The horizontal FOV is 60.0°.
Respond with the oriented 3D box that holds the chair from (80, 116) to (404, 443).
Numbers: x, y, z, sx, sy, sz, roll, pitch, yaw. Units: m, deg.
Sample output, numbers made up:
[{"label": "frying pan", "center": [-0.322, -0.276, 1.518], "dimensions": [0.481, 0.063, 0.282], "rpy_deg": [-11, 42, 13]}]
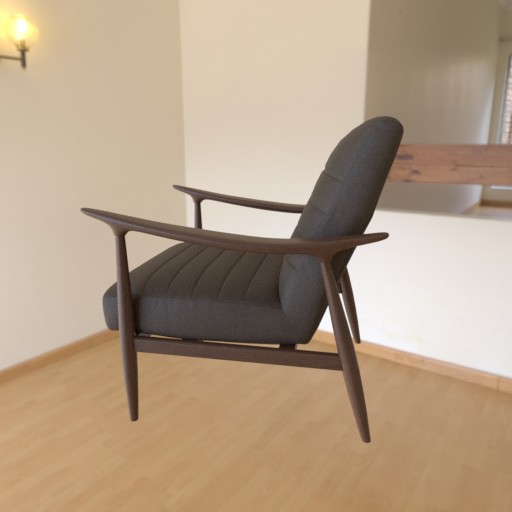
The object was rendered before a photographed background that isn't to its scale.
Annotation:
[{"label": "chair", "center": [0.000, 0.000, 1.432], "dimensions": [0.798, 0.831, 0.741], "rpy_deg": [3, 14, 10]}]
